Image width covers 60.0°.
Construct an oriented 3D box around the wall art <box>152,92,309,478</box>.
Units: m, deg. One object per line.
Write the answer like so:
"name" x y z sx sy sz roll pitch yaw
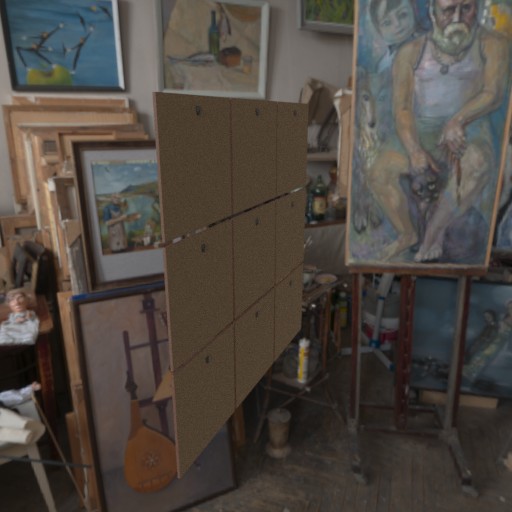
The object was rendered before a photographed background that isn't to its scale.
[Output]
"wall art" 0.000 0.000 2.303 0.019 1.532 1.533 8 19 24
